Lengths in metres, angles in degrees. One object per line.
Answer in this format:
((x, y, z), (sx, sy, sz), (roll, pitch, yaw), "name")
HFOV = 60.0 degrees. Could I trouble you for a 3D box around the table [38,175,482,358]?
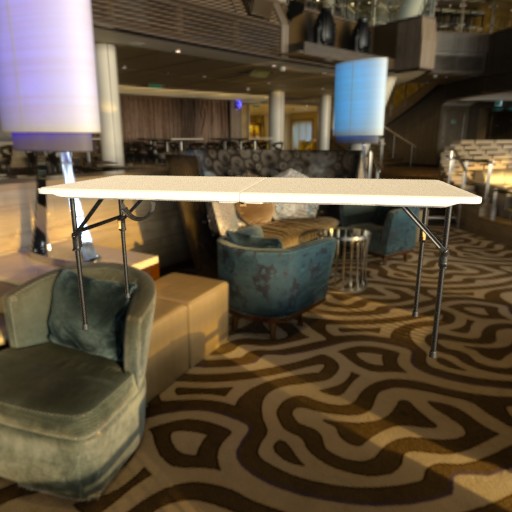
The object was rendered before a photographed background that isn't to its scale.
((0.000, 0.000, 2.218), (1.829, 0.719, 0.761), (3, 15, 10), "table")
